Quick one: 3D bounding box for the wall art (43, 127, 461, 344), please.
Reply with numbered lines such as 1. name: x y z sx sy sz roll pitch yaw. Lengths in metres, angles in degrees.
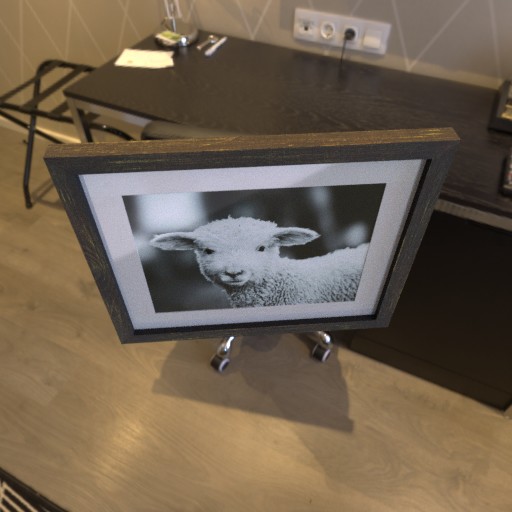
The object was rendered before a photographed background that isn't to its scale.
1. wall art: 0.000 0.000 0.769 0.558 0.457 0.032 -3 48 -3
